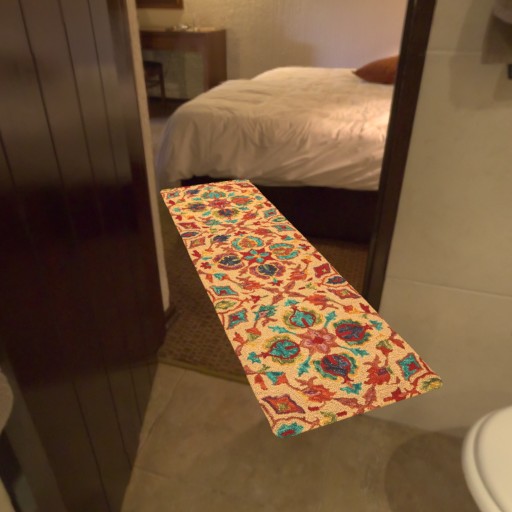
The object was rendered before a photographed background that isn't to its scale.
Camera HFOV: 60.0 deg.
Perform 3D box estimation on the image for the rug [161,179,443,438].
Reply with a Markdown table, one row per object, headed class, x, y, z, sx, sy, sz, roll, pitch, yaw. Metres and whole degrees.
| class | x | y | z | sx | sy | sz | roll | pitch | yaw |
| --- | --- | --- | --- | --- | --- | --- | --- | --- | --- |
| rug | 0.000 | 0.000 | 2.480 | 0.693 | 0.016 | 2.273 | -11 | 32 | -17 |
